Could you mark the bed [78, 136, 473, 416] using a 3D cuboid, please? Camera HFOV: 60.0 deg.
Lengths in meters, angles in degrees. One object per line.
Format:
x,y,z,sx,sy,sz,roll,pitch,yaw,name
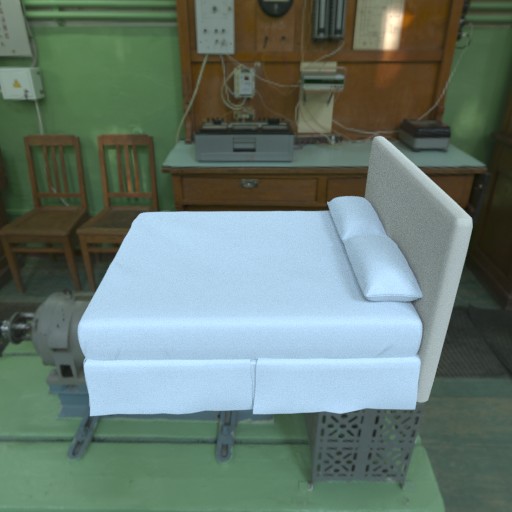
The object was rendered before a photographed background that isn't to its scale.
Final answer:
0.000,0.000,3.184,2.142,1.330,1.748,0,29,-1,bed
